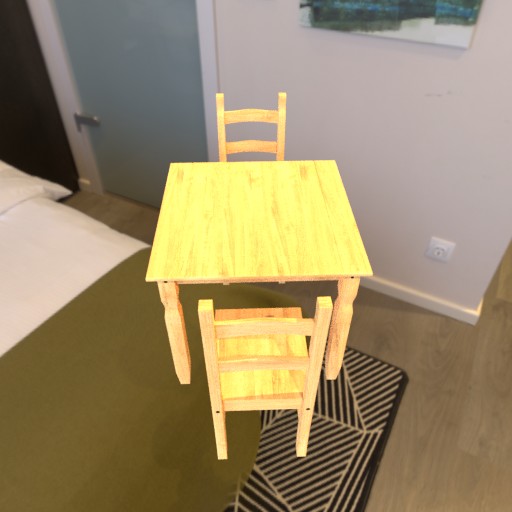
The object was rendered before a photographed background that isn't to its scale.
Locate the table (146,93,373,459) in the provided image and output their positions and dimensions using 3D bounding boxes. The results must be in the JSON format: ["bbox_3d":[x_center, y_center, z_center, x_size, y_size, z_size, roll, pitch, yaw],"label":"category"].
[{"bbox_3d":[0.000,0.000,2.061,0.813,0.942,1.501,-1,41,-1],"label":"table"}]
